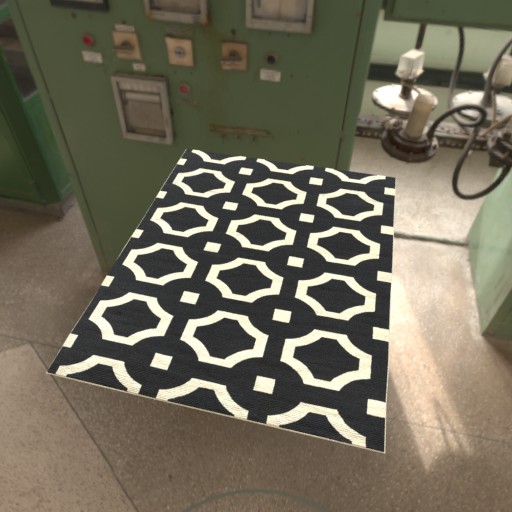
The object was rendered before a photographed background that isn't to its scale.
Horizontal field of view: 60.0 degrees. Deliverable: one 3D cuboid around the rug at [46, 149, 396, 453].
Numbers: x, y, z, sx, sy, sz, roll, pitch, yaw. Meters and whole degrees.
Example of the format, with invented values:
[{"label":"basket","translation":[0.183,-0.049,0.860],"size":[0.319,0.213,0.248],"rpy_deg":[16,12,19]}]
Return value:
[{"label":"rug","translation":[0.000,0.000,4.095],"size":[2.466,0.021,3.049],"rpy_deg":[10,47,9]}]
